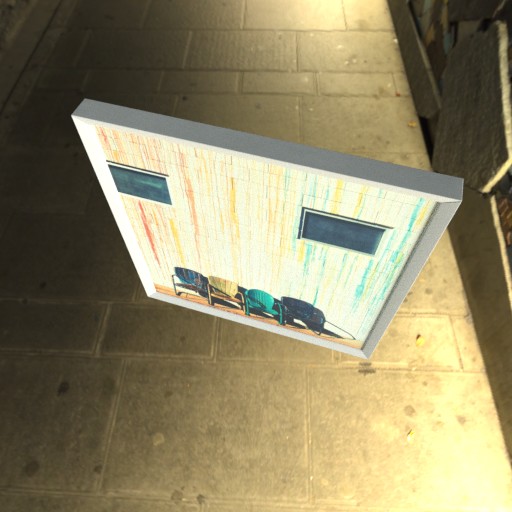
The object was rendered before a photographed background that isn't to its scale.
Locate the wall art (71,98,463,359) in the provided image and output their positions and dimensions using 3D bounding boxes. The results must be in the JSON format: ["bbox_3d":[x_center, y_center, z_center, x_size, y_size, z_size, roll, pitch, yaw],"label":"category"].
[{"bbox_3d":[0.000,0.000,0.772,0.508,0.508,0.037,15,58,9],"label":"wall art"}]
